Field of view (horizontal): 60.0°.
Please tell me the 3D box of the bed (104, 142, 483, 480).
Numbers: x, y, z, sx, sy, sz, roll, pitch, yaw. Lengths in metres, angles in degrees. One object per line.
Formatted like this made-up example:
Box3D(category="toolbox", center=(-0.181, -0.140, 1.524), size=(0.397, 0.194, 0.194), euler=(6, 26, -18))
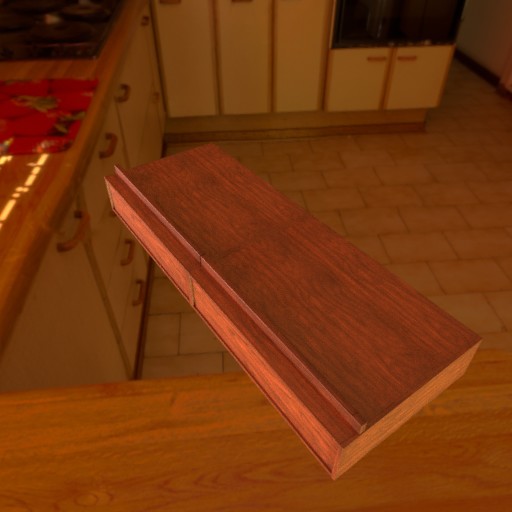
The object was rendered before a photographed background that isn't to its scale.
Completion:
Box3D(category="bed", center=(0.000, 0.000, 2.297), size=(0.787, 0.326, 2.057), euler=(-25, 47, -26))
